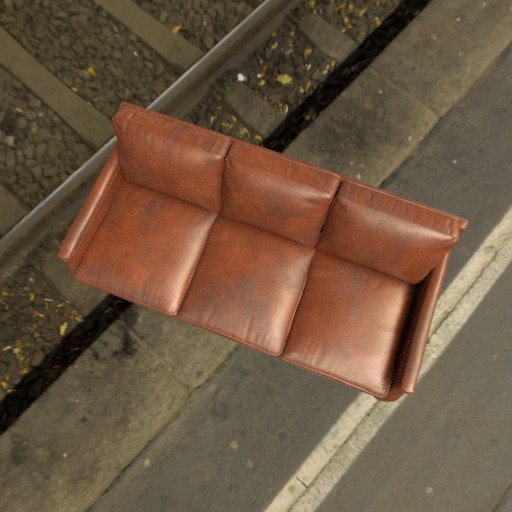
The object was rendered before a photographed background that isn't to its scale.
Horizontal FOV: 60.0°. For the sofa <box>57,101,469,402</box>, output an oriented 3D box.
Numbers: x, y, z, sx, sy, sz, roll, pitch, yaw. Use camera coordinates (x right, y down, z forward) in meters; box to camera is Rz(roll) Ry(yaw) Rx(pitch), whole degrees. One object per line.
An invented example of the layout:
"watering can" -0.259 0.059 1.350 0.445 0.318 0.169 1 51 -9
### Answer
"sofa" 0.000 0.000 2.790 2.240 1.003 1.084 20 76 5
